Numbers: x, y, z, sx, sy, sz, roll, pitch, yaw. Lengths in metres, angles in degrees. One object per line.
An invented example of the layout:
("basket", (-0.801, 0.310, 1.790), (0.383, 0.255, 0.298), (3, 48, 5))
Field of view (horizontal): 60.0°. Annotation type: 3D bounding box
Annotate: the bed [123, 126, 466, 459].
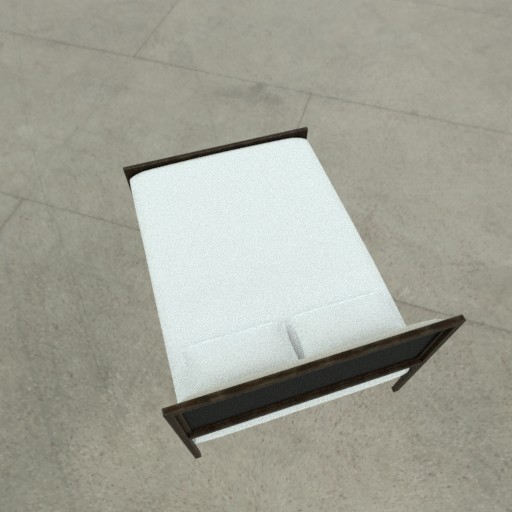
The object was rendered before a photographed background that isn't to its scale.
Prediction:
("bed", (0.000, 0.000, 3.309), (1.607, 1.313, 2.221), (-15, 59, -9))
